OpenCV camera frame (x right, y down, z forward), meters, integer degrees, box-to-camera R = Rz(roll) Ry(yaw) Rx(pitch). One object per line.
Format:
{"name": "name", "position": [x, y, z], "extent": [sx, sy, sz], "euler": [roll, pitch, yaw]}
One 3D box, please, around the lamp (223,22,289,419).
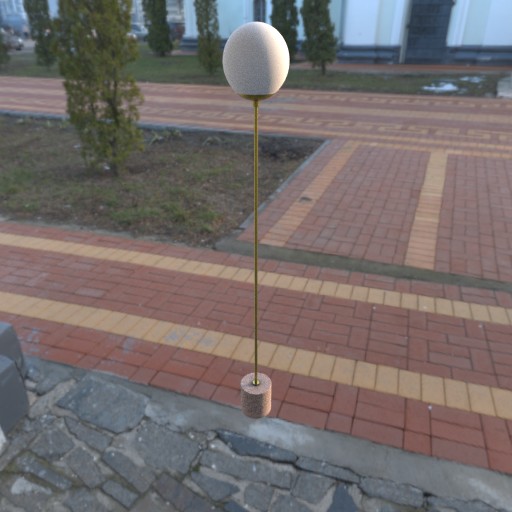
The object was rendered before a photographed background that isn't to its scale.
{"name": "lamp", "position": [0.000, 0.000, 1.871], "extent": [0.229, 1.748, 0.229], "euler": [18, 32, 31]}
